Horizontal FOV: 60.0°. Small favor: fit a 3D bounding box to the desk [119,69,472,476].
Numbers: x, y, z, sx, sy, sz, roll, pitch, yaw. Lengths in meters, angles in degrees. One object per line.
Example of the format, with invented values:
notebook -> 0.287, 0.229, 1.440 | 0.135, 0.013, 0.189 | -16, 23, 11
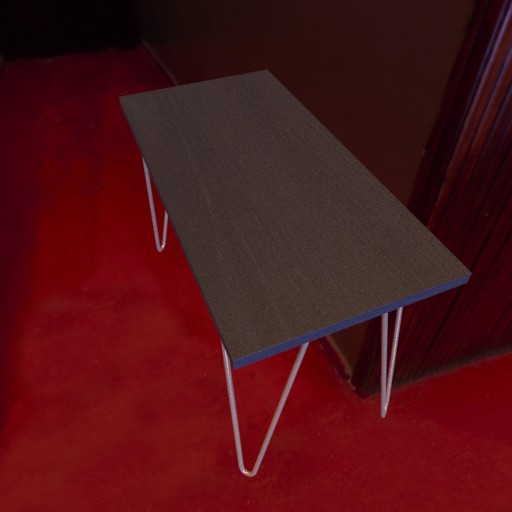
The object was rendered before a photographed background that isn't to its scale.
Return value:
desk -> 0.000, 0.000, 1.353 | 0.499, 0.660, 0.991 | -17, 49, -15
